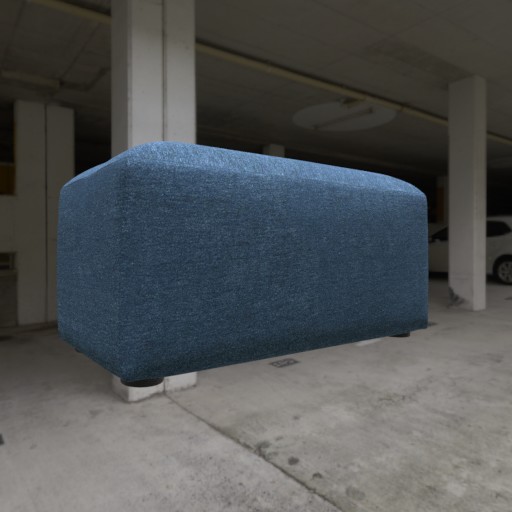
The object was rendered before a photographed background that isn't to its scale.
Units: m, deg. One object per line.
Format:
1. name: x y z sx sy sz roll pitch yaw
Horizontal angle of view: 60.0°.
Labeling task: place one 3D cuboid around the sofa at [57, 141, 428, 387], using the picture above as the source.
1. sofa: 0.000 0.000 1.215 0.930 0.470 0.480 -1 1 -36
